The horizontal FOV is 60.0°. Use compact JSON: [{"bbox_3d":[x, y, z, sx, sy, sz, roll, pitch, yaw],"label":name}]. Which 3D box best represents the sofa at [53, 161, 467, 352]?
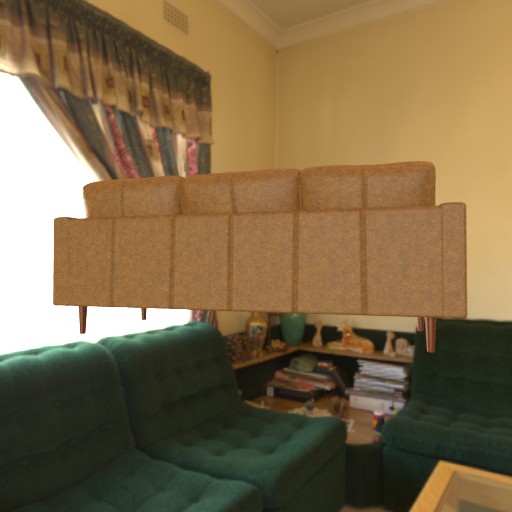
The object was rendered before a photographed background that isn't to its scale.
[{"bbox_3d":[0.000,0.000,2.721,2.231,0.930,0.903,0,-1,17],"label":"sofa"}]
